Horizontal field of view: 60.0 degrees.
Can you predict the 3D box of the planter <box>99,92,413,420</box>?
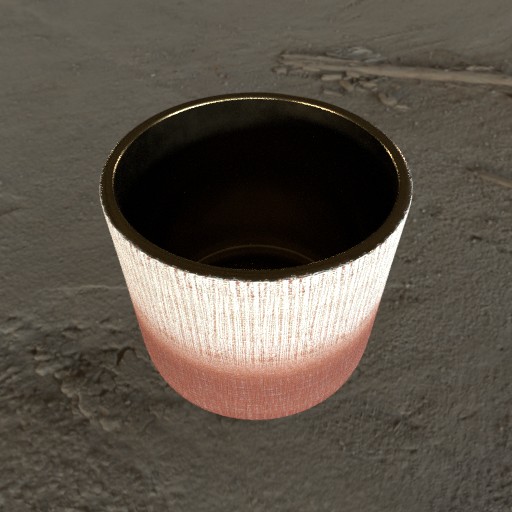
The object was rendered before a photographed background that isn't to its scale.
[{"bbox_3d":[0.000,0.000,0.441,0.254,0.221,0.254,0,47,0],"label":"planter"}]
